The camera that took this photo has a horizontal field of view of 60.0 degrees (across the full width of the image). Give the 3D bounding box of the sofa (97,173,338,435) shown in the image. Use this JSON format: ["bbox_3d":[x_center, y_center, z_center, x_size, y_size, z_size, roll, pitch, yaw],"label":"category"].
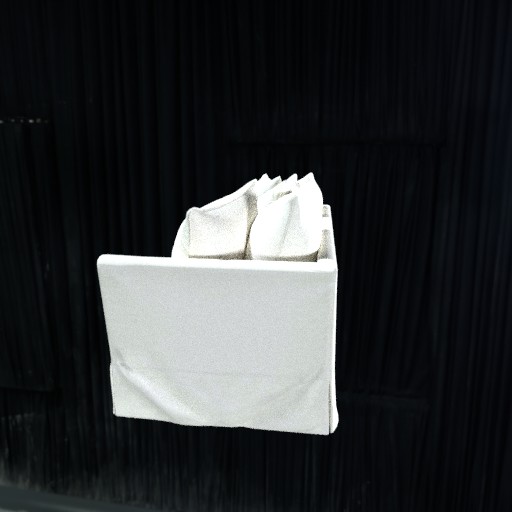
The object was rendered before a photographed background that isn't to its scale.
[{"bbox_3d":[0.000,0.000,2.874,1.031,1.034,2.290,2,13,8],"label":"sofa"}]
